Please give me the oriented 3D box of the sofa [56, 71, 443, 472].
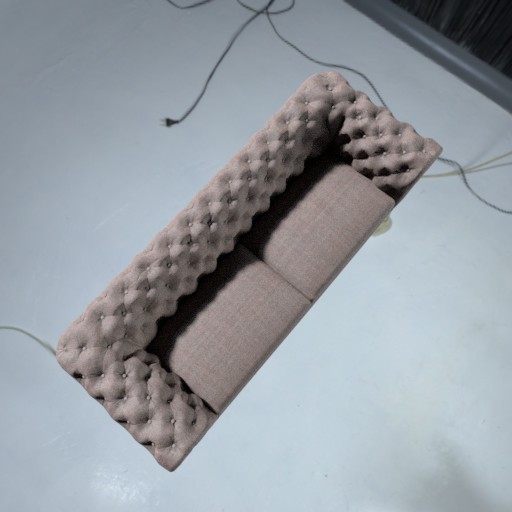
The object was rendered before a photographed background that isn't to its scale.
[{"bbox_3d":[0.000,0.000,2.777,0.944,0.787,2.385,40,79,10],"label":"sofa"}]
